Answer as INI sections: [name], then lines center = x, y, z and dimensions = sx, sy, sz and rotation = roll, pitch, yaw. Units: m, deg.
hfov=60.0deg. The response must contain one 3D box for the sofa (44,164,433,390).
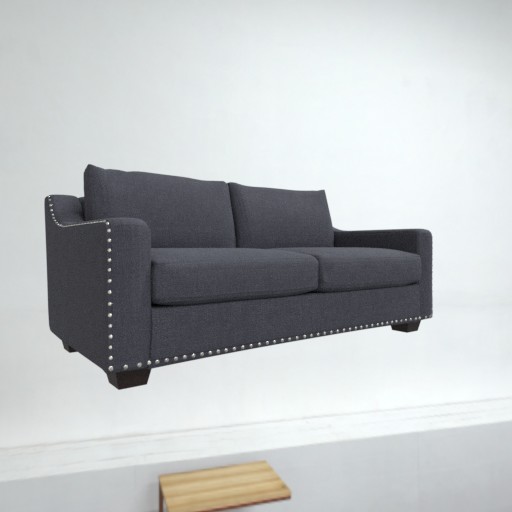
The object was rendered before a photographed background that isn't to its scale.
[sofa]
center = 0.000, 0.000, 3.201
dimensions = 2.550, 1.196, 1.336
rotation = -1, 2, -37
